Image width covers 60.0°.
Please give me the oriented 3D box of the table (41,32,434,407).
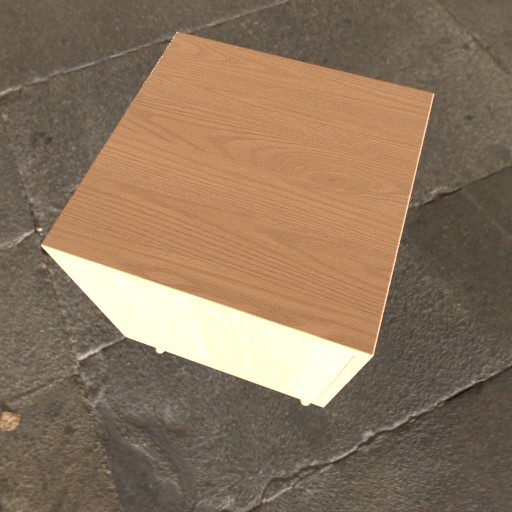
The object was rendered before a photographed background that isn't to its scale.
[{"bbox_3d":[0.000,0.000,0.824,0.400,0.550,0.400,17,65,8],"label":"table"}]
